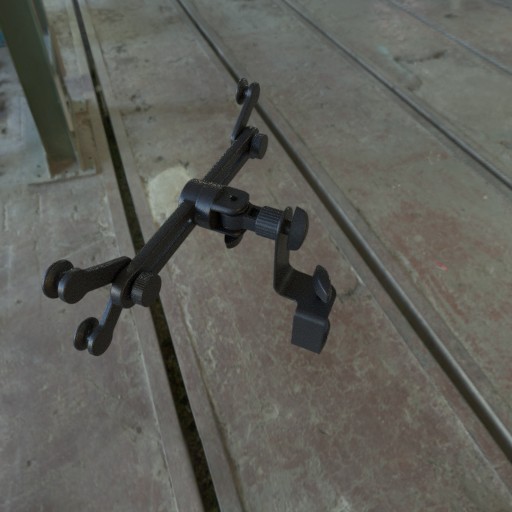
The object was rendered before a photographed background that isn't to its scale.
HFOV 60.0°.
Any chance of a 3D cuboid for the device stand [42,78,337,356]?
[{"bbox_3d":[0.000,0.000,0.366,0.142,0.166,0.270,18,50,16],"label":"device stand"}]
